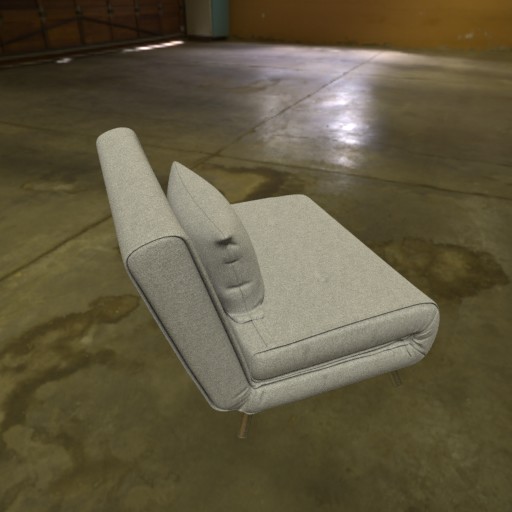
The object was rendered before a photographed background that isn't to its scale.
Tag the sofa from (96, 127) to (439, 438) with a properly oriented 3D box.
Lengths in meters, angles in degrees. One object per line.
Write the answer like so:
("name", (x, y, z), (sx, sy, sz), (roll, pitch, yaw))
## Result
("sofa", (0.000, 0.000, 1.713), (1.000, 0.825, 1.020), (-11, 32, -18))
